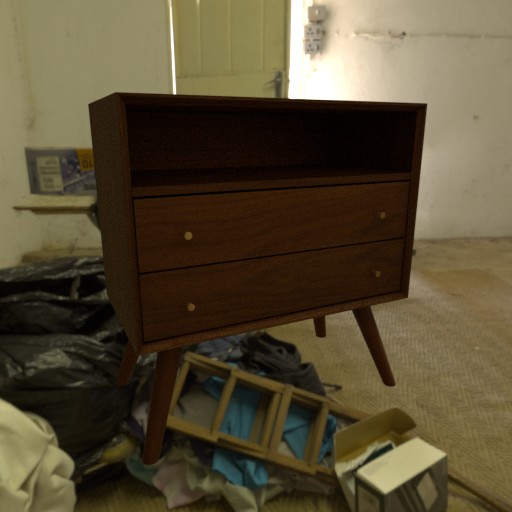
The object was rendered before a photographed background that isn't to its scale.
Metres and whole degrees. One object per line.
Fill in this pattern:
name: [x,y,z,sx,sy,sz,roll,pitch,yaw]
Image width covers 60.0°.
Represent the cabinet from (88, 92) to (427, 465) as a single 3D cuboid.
cabinet: [0.000,0.000,1.150,0.712,0.748,0.388,-8,18,-25]
